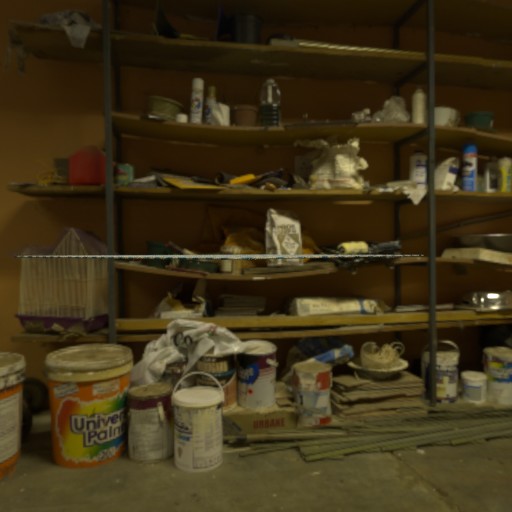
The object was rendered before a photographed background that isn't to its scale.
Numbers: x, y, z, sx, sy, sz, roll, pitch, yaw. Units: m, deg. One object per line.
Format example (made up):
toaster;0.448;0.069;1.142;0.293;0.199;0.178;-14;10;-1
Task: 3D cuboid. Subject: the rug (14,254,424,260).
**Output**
rug;0.000;0.000;2.977;1.531;0.008;2.439;0;0;36
